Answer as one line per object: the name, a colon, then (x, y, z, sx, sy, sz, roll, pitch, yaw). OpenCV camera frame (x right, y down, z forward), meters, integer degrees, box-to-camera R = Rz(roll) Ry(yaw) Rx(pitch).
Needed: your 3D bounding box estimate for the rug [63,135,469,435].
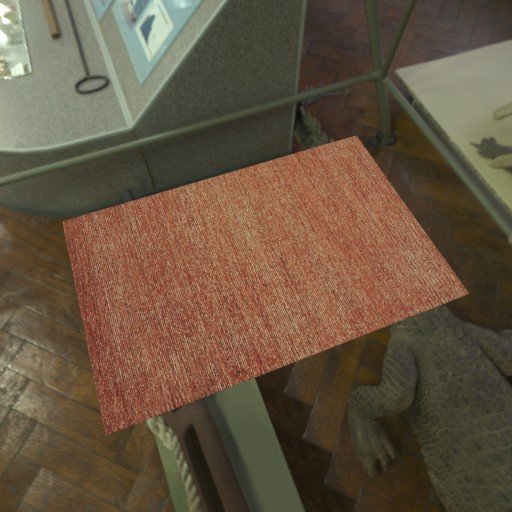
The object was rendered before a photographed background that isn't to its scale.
rug: (0.000, 0.000, 2.229, 1.747, 0.011, 1.139, -18, 61, -11)
